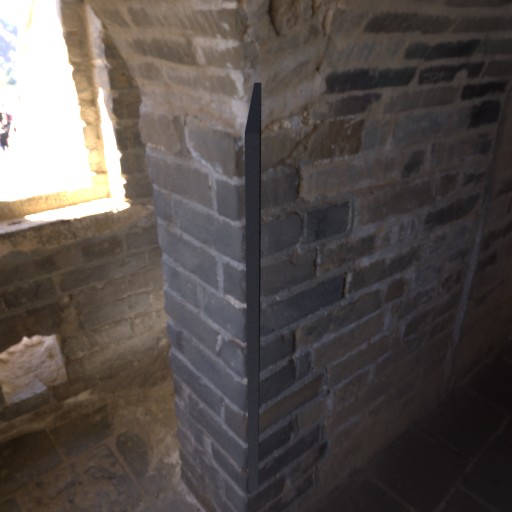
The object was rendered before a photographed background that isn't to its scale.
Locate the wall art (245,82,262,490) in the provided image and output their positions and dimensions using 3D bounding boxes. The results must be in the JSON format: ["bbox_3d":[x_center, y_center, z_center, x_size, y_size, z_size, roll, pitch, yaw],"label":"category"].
[{"bbox_3d":[0.000,0.000,0.681,0.013,0.458,0.456,0,26,1],"label":"wall art"}]
